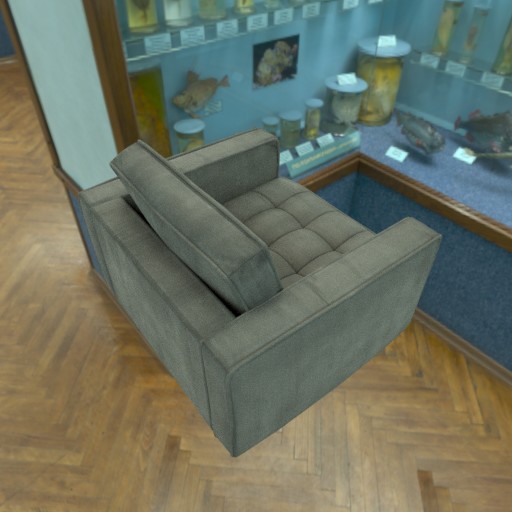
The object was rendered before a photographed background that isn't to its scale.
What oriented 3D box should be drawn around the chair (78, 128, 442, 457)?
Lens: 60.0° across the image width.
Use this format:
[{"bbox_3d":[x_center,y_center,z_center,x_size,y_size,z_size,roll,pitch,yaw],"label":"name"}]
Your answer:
[{"bbox_3d":[0.000,0.000,1.531,0.843,0.773,0.928,-27,49,-27],"label":"chair"}]
